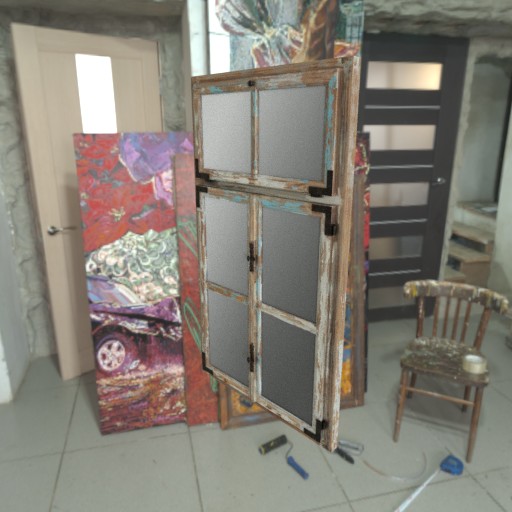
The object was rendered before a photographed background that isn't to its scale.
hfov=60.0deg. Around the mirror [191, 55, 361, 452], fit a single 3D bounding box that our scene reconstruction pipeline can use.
[{"bbox_3d":[0.000,0.000,1.543,0.083,1.213,0.707,-15,22,-41],"label":"mirror"}]
